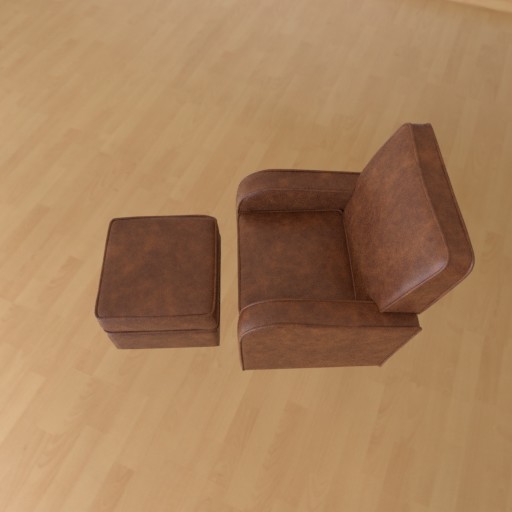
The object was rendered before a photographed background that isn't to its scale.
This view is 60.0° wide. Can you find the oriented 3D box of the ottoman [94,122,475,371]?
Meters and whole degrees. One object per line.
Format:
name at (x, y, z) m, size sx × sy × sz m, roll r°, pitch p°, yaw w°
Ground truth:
ottoman at (0.000, 0.000, 1.838) m, size 1.314 × 0.904 × 0.732 m, roll -2°, pitch 59°, yaw -1°
